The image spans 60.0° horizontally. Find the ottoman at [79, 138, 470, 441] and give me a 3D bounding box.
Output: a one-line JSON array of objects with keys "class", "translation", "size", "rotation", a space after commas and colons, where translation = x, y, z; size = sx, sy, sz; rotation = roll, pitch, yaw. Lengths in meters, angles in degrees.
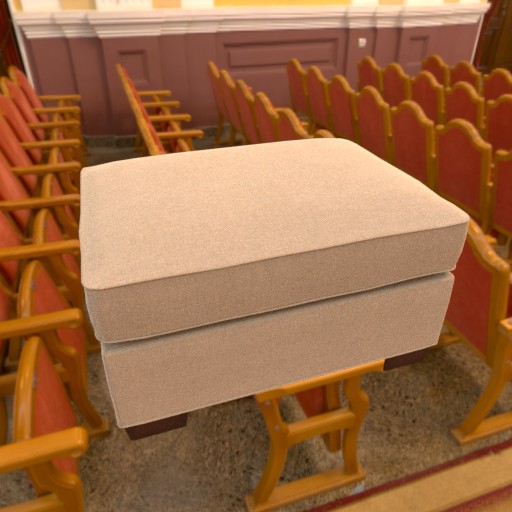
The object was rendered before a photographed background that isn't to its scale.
[{"class": "ottoman", "translation": [0.000, 0.000, 1.224], "size": [0.846, 0.503, 0.617], "rotation": [-10, 34, -16]}]
